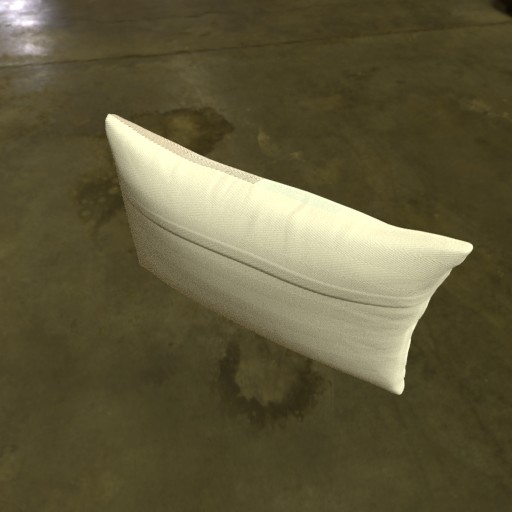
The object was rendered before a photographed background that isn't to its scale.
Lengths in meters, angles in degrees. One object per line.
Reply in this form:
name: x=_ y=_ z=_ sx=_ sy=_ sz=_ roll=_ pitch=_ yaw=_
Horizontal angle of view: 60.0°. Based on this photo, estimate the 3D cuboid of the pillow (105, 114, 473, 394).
pillow: x=0.000 y=0.000 z=0.637 sx=0.506 sy=0.305 sz=0.139 roll=24 pitch=50 yaw=22
